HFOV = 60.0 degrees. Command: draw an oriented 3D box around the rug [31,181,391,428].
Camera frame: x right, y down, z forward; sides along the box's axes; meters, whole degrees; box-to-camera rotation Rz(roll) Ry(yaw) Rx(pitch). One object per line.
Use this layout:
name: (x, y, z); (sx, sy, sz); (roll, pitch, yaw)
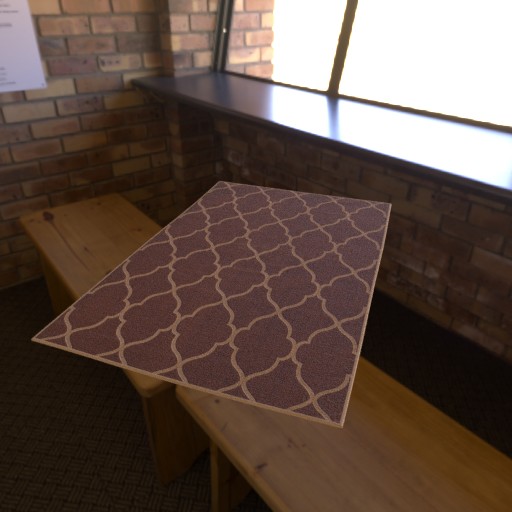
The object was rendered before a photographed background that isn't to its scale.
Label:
rug: (0.000, 0.000, 2.858); (1.526, 0.014, 2.290); (10, 32, 17)
